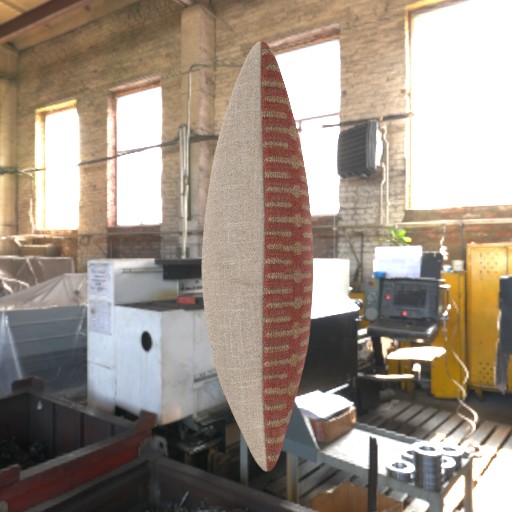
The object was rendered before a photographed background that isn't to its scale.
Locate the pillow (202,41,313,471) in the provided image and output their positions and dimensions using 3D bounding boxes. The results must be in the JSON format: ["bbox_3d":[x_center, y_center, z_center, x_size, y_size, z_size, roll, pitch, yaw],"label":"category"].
[{"bbox_3d":[0.000,0.000,0.767,0.182,0.503,0.511,0,0,-2],"label":"pillow"}]
